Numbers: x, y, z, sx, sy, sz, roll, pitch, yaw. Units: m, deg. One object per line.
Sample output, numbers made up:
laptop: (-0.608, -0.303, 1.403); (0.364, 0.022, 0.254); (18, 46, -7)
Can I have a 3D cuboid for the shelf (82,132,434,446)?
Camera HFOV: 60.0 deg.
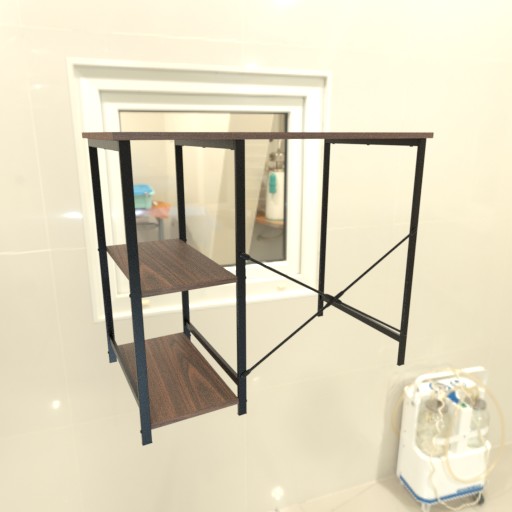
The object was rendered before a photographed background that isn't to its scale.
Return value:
shelf: (0.000, 0.000, 1.396); (0.902, 0.750, 0.498); (-8, 17, -26)
